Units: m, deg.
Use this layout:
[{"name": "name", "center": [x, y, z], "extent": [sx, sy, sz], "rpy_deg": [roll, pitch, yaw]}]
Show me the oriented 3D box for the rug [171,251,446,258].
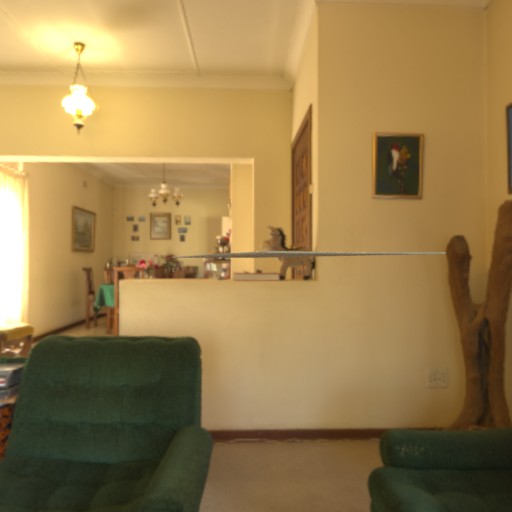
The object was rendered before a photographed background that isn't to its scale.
[{"name": "rug", "center": [0.000, 0.000, 2.553], "extent": [0.684, 0.009, 2.275], "rpy_deg": [0, -1, -18]}]
